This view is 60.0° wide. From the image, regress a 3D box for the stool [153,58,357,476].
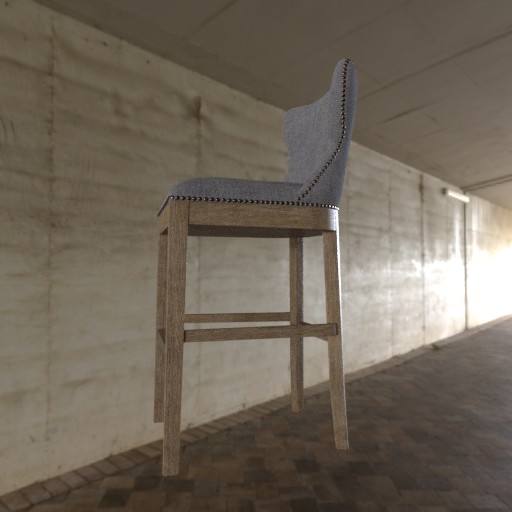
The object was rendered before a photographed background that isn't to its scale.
[{"bbox_3d":[0.000,0.000,1.408,0.606,1.123,0.494,0,-1,-16],"label":"stool"}]
